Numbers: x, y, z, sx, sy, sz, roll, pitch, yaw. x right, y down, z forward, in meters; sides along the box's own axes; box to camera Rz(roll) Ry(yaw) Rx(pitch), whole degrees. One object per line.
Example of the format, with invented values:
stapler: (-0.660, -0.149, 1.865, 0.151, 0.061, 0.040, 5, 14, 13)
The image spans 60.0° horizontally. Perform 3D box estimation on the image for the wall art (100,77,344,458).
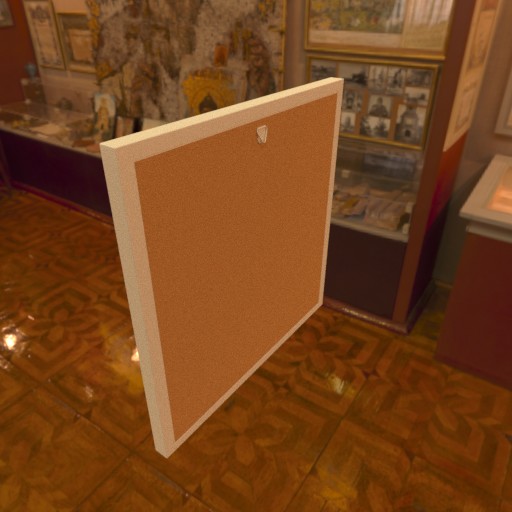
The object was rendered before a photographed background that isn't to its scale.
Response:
wall art: (0.000, 0.000, 1.140, 0.050, 0.762, 0.761, 21, 37, 31)
